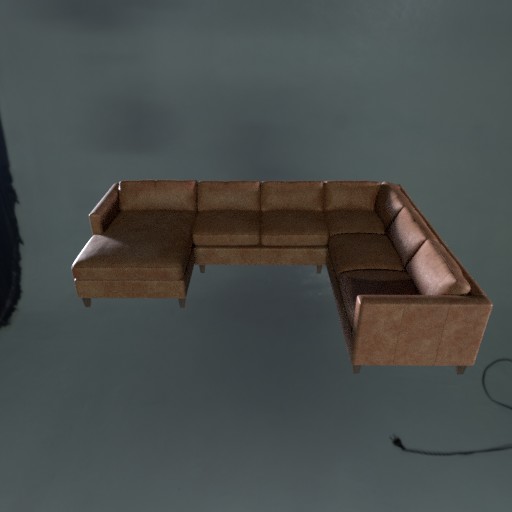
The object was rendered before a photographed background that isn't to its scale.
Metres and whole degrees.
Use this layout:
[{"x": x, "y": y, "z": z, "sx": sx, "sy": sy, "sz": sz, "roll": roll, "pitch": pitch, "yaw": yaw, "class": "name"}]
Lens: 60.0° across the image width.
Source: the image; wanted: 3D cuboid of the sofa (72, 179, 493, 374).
[{"x": 0.000, "y": 0.000, "z": 4.355, "sx": 3.401, "sy": 0.832, "sz": 2.430, "roll": 0, "pitch": 30, "yaw": 0, "class": "sofa"}]
